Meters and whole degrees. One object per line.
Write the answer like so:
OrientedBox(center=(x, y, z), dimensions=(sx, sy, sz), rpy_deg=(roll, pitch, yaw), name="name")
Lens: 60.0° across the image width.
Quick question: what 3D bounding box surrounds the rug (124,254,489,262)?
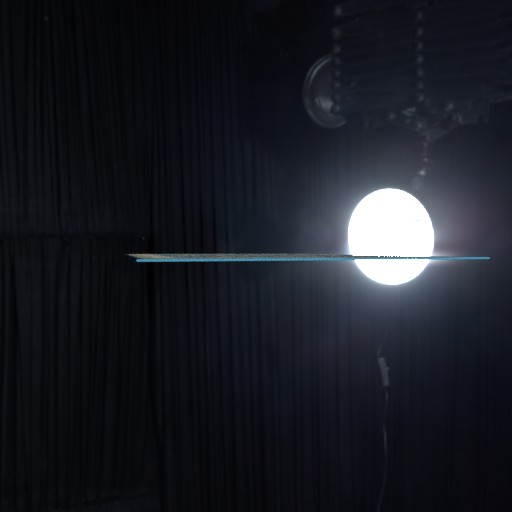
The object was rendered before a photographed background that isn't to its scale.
OrientedBox(center=(0.000, 0.000, 3.995), dimensions=(2.226, 0.015, 3.044), rpy_deg=(0, 1, -18), name="rug")
